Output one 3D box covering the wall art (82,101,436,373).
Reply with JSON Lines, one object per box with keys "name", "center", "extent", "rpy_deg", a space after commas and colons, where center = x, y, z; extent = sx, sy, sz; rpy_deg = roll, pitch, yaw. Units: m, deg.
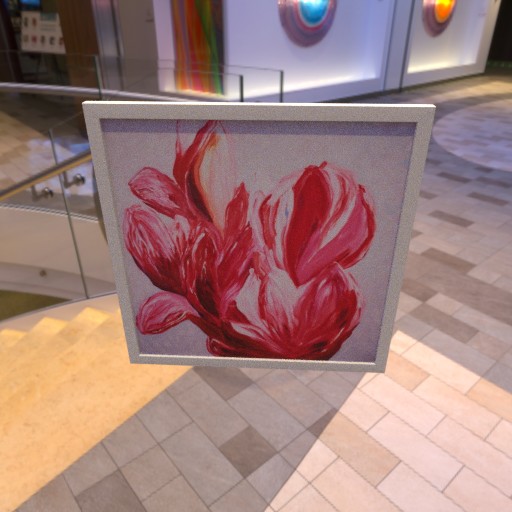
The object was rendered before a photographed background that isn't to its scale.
{"name": "wall art", "center": [0.000, 0.000, 1.001], "extent": [0.664, 0.661, 0.020], "rpy_deg": [1, 29, 3]}
